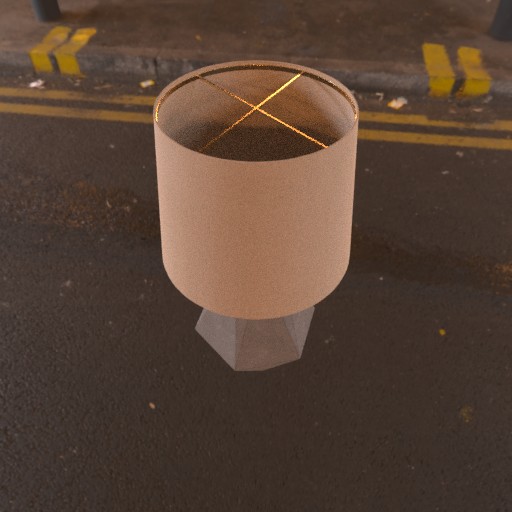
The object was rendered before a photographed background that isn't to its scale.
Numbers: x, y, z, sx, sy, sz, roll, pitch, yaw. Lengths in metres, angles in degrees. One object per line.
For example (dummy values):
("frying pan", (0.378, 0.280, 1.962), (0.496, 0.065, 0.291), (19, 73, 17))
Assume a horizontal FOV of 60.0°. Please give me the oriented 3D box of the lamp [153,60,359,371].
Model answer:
("lamp", (0.000, 0.000, 0.681), (0.276, 0.501, 0.276), (0, 47, 0))
